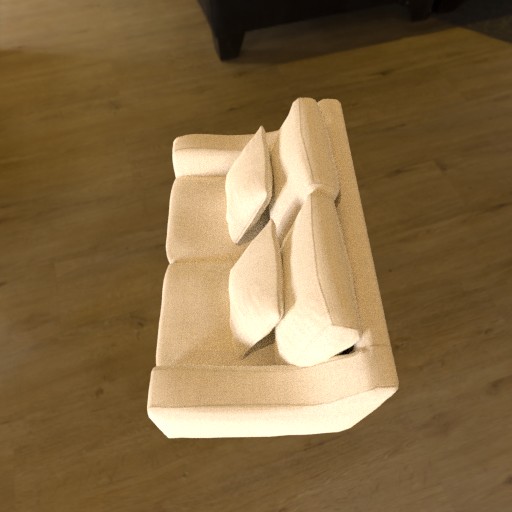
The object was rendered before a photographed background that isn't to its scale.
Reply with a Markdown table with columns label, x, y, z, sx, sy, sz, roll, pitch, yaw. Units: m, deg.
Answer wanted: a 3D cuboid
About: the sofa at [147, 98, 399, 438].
| label | x | y | z | sx | sy | sz | roll | pitch | yaw |
| --- | --- | --- | --- | --- | --- | --- | --- | --- | --- |
| sofa | 0.000 | 0.000 | 2.408 | 1.040 | 1.047 | 1.744 | -2 | 57 | -1 |
